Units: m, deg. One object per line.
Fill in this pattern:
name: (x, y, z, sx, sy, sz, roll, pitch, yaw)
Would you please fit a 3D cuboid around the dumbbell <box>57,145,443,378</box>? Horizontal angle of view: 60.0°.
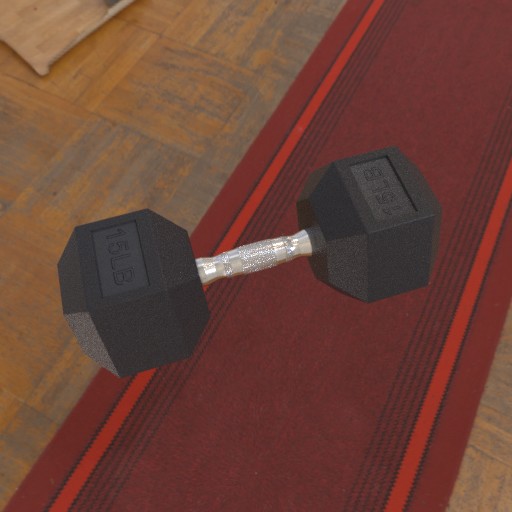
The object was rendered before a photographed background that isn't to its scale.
dumbbell: (0.000, 0.000, 0.339, 0.271, 0.106, 0.122, -15, 65, -7)
